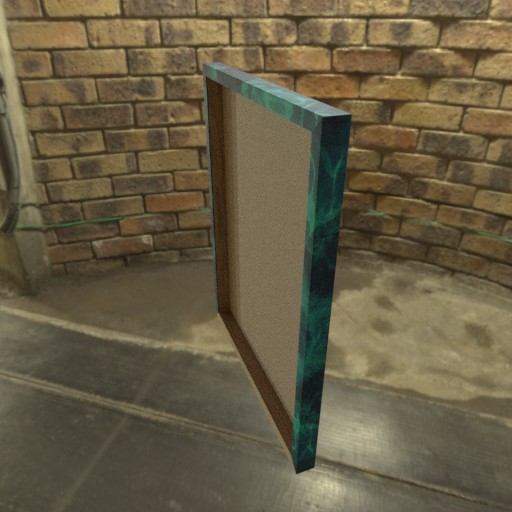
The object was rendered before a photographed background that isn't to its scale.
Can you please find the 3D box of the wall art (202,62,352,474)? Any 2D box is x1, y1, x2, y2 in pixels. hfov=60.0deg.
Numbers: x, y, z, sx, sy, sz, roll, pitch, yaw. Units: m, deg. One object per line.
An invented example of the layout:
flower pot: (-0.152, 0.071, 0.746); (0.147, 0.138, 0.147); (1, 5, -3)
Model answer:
wall art: (0.000, 0.000, 0.857); (0.038, 0.635, 0.508); (-11, 32, -18)
